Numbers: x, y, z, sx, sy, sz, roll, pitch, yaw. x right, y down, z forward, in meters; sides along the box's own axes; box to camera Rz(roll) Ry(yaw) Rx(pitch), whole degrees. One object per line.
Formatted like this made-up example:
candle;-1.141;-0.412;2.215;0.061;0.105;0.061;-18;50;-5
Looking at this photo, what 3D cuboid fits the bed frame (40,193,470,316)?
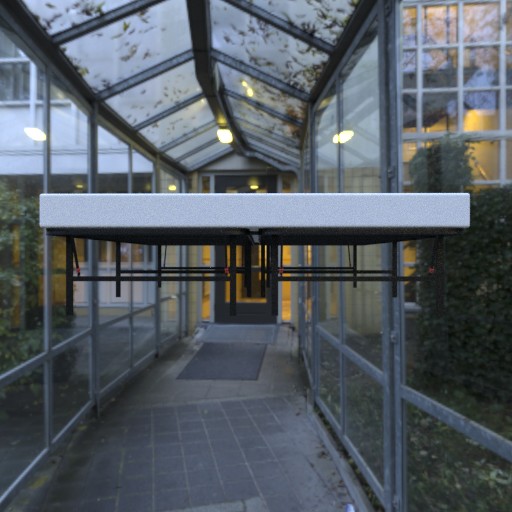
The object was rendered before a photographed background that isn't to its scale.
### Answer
bed frame;0.000;0.000;3.000;1.930;0.559;2.032;0;0;1
